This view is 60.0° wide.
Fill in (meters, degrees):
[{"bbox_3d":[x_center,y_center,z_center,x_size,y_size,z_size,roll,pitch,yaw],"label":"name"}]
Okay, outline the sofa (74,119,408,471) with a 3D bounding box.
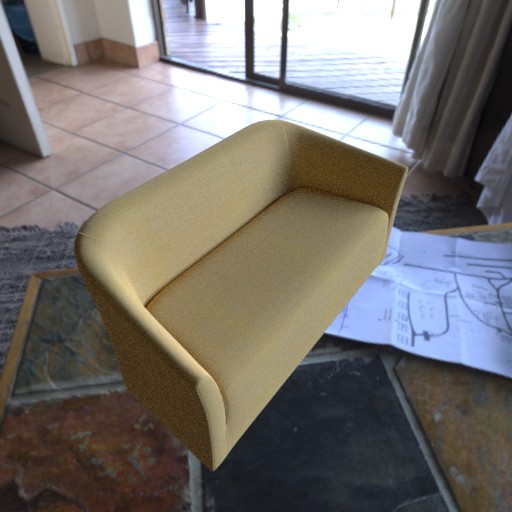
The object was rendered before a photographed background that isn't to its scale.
[{"bbox_3d":[0.000,0.000,1.890,0.705,0.721,1.452,25,46,27],"label":"sofa"}]
